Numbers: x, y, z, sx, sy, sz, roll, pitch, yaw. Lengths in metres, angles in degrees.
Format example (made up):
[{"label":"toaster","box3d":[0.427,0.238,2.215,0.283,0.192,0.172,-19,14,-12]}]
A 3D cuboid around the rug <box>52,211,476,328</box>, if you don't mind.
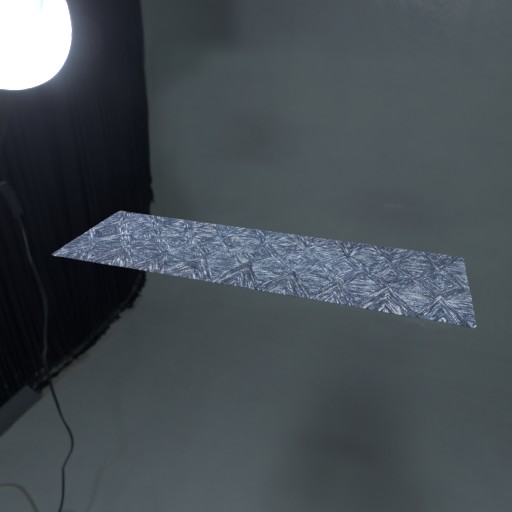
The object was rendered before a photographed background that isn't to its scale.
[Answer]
[{"label":"rug","box3d":[0.000,0.000,2.590,2.306,0.013,0.719,9,29,16]}]
